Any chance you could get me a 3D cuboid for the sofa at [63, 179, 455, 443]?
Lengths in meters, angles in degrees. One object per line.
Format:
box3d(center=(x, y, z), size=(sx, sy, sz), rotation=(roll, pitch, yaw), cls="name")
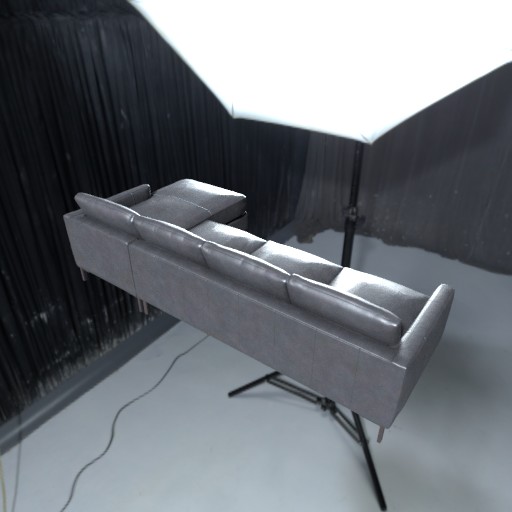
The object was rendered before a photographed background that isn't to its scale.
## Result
box3d(center=(0.000, 0.000, 3.603), size=(2.993, 0.859, 1.471), rotation=(21, 37, 30), cls="sofa")
